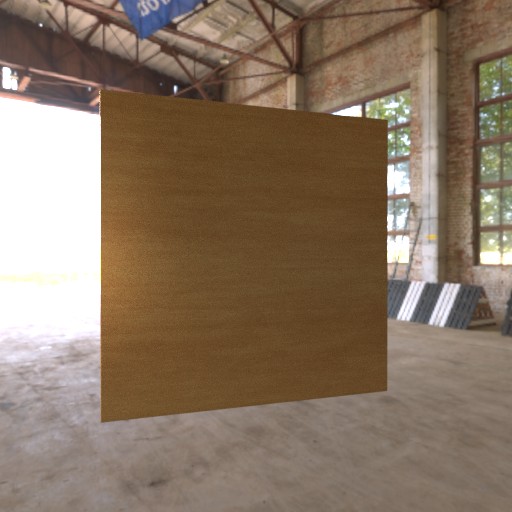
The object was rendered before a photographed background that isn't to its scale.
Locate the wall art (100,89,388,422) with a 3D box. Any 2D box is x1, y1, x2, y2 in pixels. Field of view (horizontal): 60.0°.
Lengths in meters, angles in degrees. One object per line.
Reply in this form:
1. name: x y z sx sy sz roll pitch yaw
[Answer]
1. wall art: 0.000 0.000 0.456 0.302 0.302 0.019 0 0 -18
